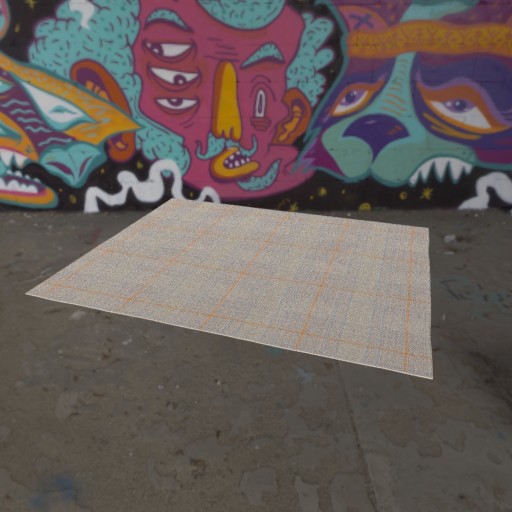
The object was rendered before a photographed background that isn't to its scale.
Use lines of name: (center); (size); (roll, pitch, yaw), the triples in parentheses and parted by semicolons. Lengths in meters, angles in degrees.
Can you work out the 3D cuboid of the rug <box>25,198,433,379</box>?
rug: (0.000, 0.000, 4.113); (3.051, 0.021, 2.448); (9, 28, 17)
